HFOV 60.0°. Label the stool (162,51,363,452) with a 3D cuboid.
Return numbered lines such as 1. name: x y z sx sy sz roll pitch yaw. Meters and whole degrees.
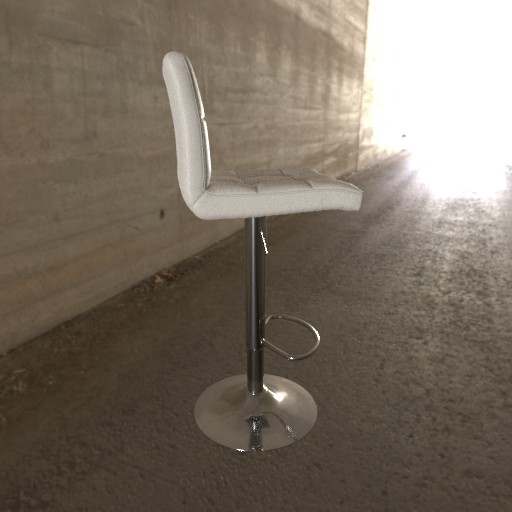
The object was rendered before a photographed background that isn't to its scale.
1. stool: 0.000 0.000 1.377 0.505 1.115 0.430 -3 17 -10
